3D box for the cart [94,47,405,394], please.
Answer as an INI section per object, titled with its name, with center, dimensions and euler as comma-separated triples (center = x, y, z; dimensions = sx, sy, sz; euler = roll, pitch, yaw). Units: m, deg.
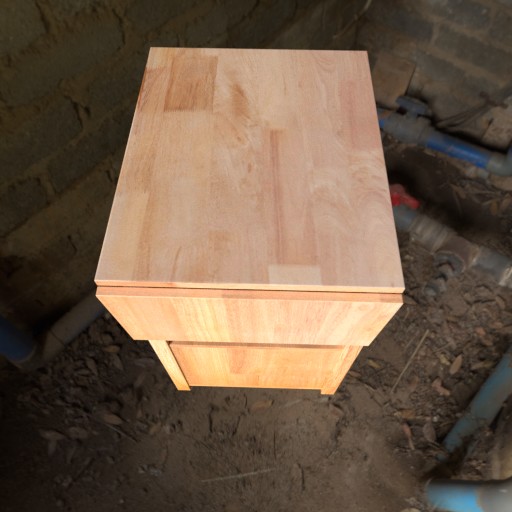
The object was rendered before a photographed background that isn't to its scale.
[cart]
center = 0.000, 0.000, 1.222
dimensions = 0.508, 0.838, 0.640
euler = 1, 59, 1
